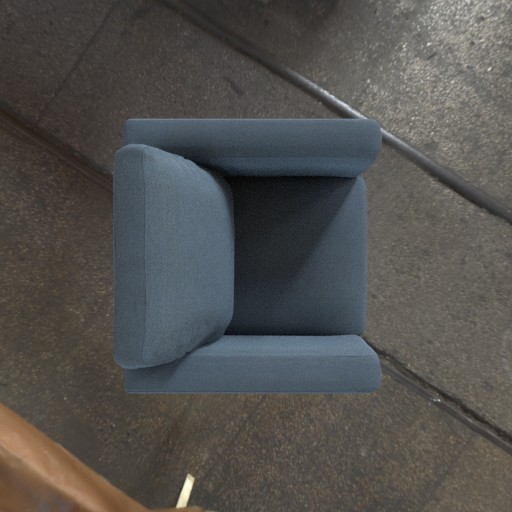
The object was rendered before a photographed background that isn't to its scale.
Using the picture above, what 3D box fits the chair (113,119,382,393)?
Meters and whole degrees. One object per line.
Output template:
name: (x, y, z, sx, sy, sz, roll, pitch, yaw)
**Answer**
chair: (0.000, 0.000, 1.584, 0.820, 0.922, 0.855, 0, 90, 0)
